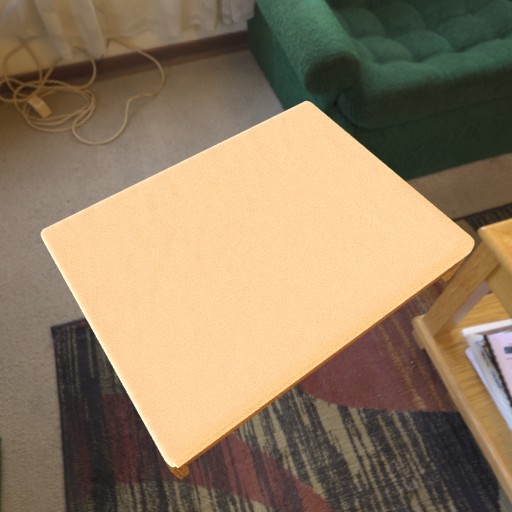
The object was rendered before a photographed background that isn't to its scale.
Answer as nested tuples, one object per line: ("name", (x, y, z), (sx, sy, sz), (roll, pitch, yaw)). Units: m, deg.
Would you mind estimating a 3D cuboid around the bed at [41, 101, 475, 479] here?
("bed", (0.000, 0.000, 2.705), (2.016, 0.431, 1.536), (-31, 63, -18))
